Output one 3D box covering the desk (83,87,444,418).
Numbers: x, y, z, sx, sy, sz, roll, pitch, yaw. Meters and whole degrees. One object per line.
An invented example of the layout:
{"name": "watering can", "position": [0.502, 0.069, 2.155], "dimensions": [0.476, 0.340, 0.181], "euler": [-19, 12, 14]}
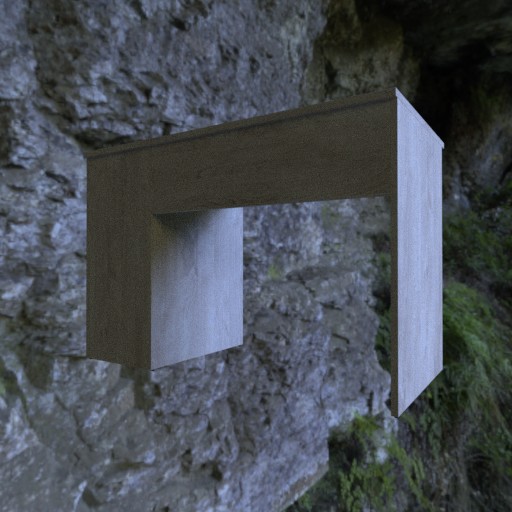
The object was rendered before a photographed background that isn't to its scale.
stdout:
{"name": "desk", "position": [0.000, 0.000, 1.506], "dimensions": [1.097, 0.735, 0.560], "euler": [0, -1, 33]}
